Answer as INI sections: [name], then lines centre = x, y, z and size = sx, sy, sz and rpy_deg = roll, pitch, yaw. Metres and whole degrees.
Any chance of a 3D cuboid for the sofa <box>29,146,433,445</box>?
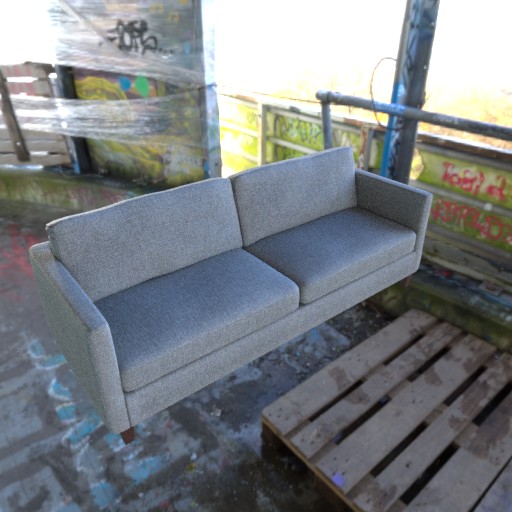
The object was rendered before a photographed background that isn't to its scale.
[sofa]
centre = 0.000, 0.000, 2.844
size = 2.434, 0.951, 0.948
rpy_deg = -21, 36, -32
